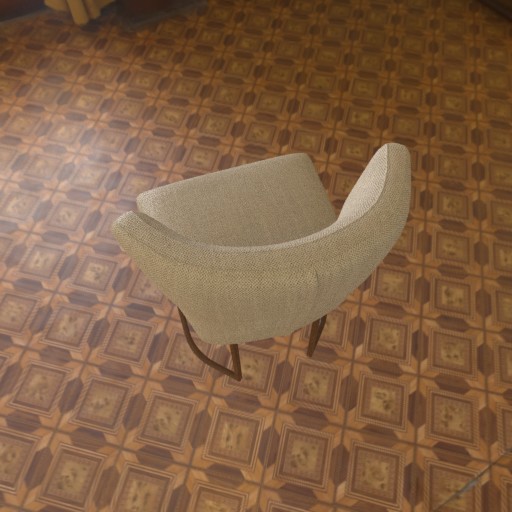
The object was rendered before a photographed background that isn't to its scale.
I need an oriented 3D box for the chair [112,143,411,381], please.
[{"bbox_3d":[0.000,0.000,1.226,0.611,0.824,0.617,-16,61,-9],"label":"chair"}]
